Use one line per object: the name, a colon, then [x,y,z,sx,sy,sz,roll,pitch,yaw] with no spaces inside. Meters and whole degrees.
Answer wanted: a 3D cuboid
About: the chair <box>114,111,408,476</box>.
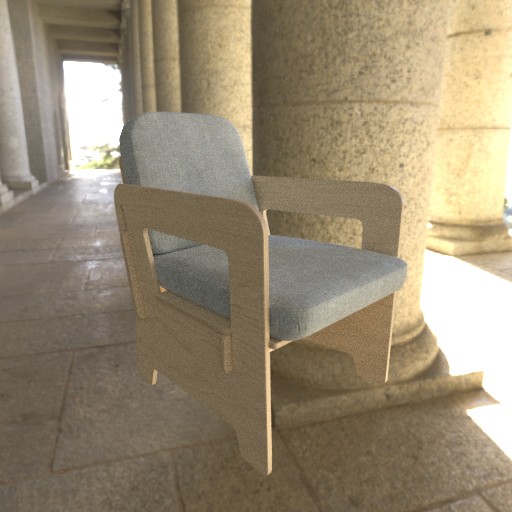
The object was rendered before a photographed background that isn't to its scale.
chair: [0.000,0.000,1.258,0.710,0.800,0.590,13,19,42]
